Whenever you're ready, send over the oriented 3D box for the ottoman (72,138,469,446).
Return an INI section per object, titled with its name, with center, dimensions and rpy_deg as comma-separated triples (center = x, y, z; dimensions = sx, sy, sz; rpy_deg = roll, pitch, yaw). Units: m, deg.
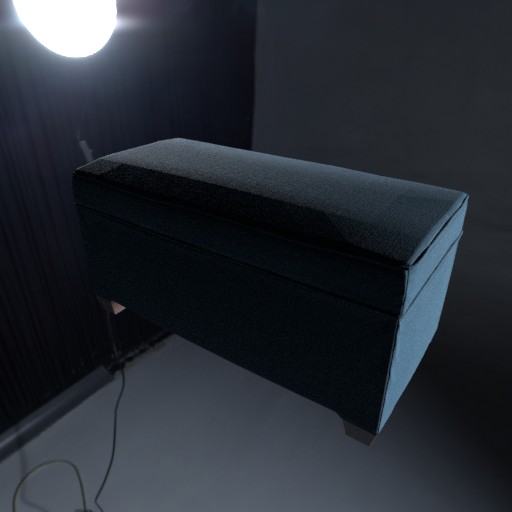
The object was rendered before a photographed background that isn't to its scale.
[ottoman]
center = 0.000, 0.000, 1.211
dimensions = 0.943, 0.474, 0.474
rpy_deg = 19, 34, 30
